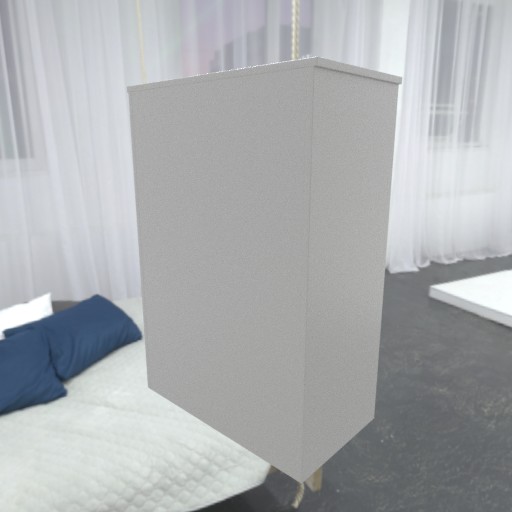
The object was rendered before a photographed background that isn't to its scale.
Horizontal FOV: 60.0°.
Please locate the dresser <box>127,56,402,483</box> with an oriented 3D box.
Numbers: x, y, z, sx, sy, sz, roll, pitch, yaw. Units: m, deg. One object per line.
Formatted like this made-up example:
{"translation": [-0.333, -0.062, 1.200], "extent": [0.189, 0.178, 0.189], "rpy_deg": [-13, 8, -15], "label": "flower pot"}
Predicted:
{"translation": [0.000, 0.000, 1.388], "extent": [0.704, 1.021, 0.401], "rpy_deg": [13, 19, 41], "label": "dresser"}
